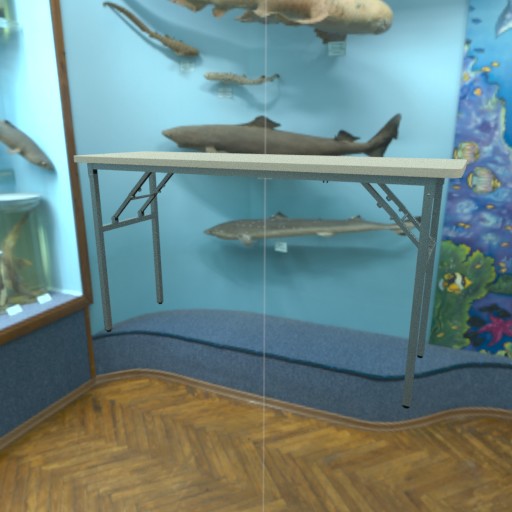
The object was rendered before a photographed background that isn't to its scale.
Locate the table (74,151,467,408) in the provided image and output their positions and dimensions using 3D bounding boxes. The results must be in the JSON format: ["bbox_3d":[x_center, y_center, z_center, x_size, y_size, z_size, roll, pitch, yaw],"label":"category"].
[{"bbox_3d":[0.000,0.000,1.725,1.397,0.750,0.446,8,18,25],"label":"table"}]
